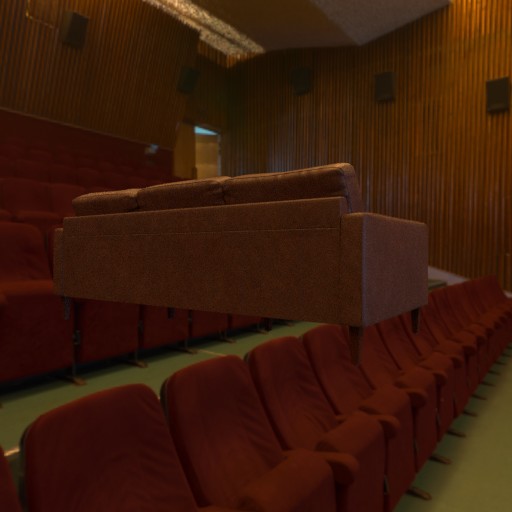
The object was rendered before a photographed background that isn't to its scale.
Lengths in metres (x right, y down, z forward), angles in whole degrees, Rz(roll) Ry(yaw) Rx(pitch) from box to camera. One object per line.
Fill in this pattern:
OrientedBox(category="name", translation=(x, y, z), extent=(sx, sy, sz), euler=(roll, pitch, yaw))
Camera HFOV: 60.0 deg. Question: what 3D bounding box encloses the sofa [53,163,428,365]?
OrientedBox(category="sofa", translation=(0.000, 0.000, 2.962), extent=(2.185, 0.841, 1.613), euler=(0, 1, 35))
